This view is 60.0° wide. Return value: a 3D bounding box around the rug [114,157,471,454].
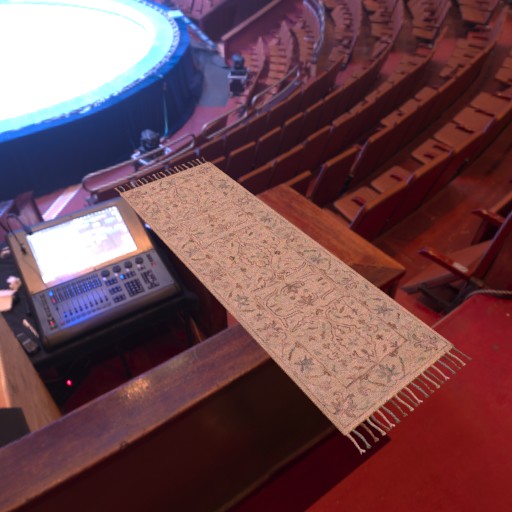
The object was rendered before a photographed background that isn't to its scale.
[{"bbox_3d":[0.000,0.000,2.683,0.769,0.013,2.440,-27,48,-27],"label":"rug"}]
